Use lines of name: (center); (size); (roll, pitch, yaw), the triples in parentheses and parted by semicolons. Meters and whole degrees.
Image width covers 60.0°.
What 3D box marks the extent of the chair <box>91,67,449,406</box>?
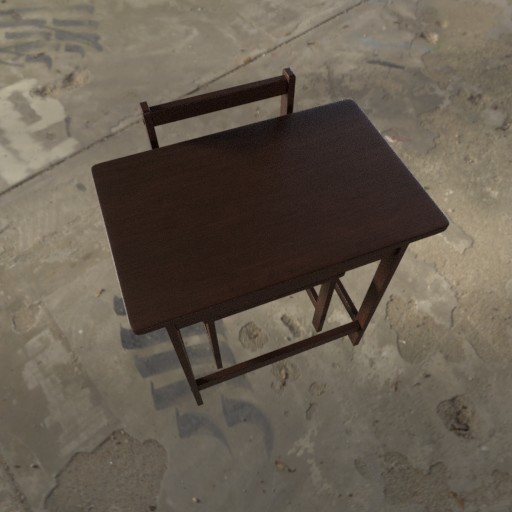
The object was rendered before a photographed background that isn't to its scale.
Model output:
chair: (0.000, 0.000, 1.100); (0.599, 0.673, 0.463); (-18, 59, -11)
